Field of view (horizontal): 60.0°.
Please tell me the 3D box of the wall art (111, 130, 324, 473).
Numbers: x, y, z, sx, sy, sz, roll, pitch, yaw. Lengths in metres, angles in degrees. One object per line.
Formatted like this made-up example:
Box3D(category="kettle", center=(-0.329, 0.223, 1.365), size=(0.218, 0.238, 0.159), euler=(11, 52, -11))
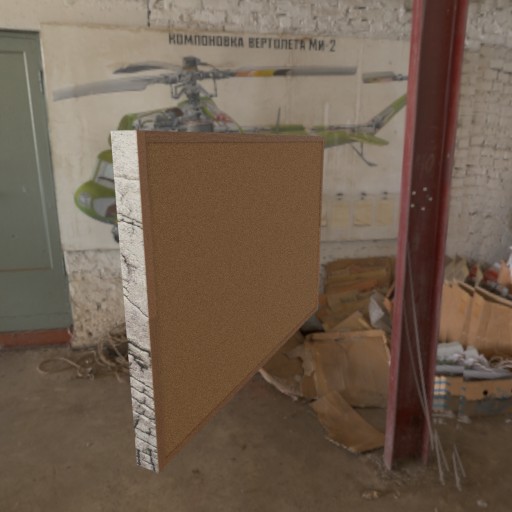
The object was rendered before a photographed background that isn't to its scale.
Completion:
Box3D(category="wall art", center=(0.000, 0.000, 0.768), size=(0.035, 0.407, 0.613), euler=(7, 16, 25))
